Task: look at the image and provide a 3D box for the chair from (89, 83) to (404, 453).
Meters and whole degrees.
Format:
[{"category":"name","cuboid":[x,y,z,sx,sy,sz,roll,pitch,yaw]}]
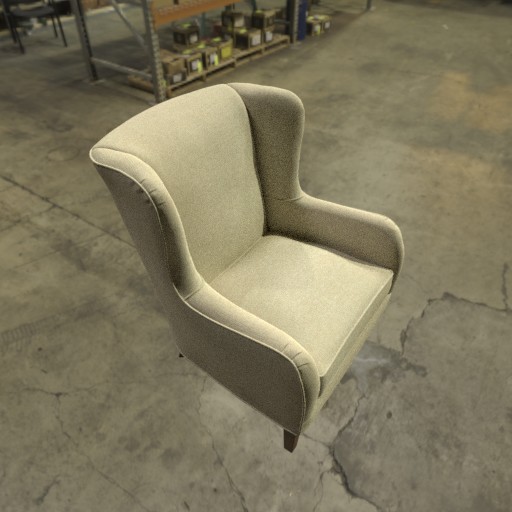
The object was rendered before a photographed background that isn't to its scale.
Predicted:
[{"category":"chair","cuboid":[0.000,0.000,1.767,0.966,1.040,0.838,25,47,26]}]
